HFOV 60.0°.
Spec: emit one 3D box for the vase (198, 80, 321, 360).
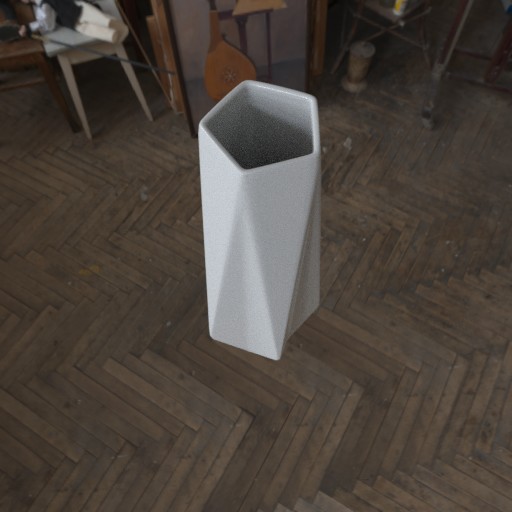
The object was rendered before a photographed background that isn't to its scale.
[{"bbox_3d":[0.000,0.000,0.387,0.116,0.329,0.122,34,68,16],"label":"vase"}]
